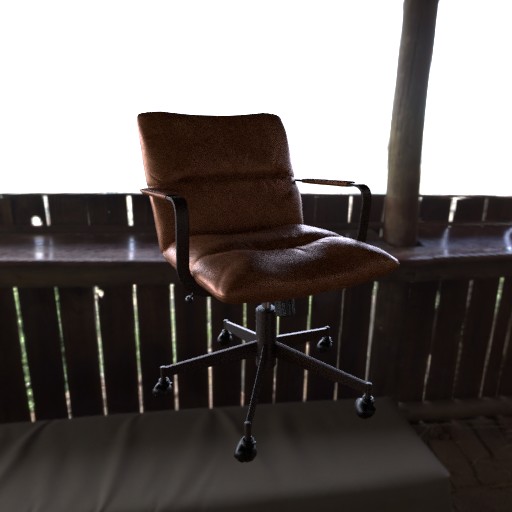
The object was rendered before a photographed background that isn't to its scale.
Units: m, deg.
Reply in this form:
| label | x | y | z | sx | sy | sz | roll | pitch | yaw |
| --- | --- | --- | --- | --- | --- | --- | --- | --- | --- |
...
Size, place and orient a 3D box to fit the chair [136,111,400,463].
| label | x | y | z | sx | sy | sz | roll | pitch | yaw |
| --- | --- | --- | --- | --- | --- | --- | --- | --- | --- |
| chair | 0.000 | 0.000 | 1.460 | 0.727 | 0.922 | 0.754 | -8 | 18 | -26 |
